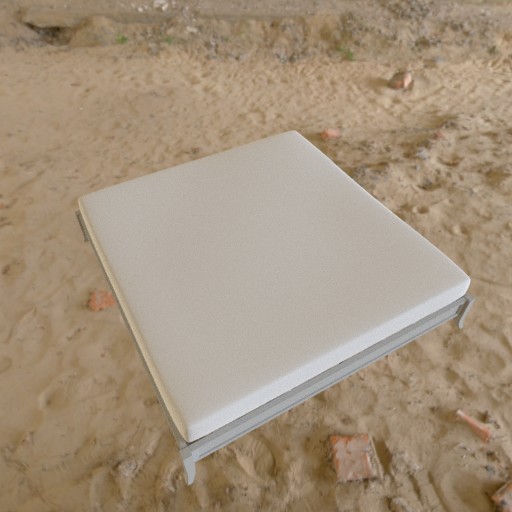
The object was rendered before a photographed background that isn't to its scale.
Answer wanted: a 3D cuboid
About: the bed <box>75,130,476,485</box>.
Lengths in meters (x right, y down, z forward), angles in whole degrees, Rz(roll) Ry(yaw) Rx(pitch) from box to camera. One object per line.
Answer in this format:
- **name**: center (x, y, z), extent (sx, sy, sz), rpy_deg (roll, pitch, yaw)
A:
- **bed**: center (0.000, 0.000, 3.093), extent (2.007, 0.510, 2.108), rpy_deg (-22, 50, -20)
